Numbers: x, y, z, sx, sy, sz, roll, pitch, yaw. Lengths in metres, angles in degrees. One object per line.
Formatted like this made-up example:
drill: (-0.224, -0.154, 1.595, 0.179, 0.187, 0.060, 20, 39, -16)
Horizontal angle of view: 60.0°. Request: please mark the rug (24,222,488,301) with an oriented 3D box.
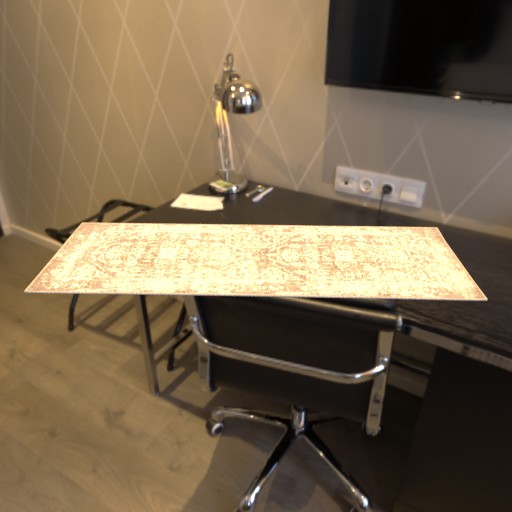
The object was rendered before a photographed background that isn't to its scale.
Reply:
rug: (0.000, 0.000, 2.692, 2.452, 0.017, 0.855, 1, 30, 1)
